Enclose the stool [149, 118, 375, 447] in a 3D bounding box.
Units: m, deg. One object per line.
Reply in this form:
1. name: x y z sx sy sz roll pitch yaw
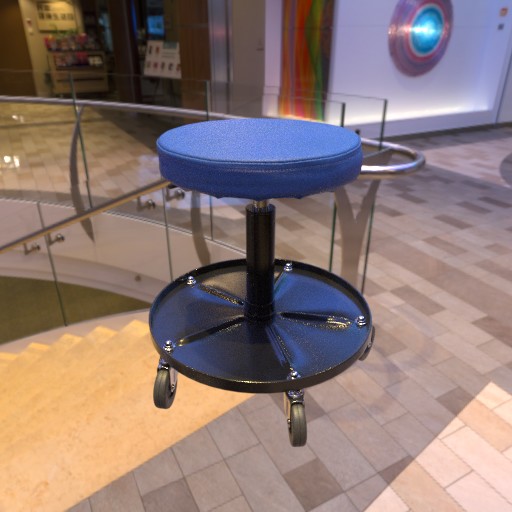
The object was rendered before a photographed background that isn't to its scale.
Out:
1. stool: 0.000 0.000 0.673 0.382 0.365 0.381 7 27 14
